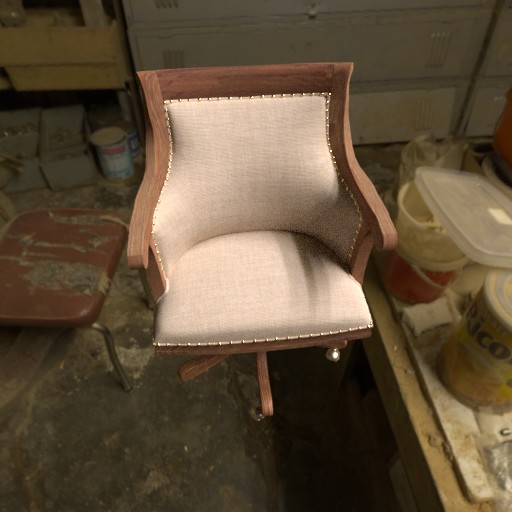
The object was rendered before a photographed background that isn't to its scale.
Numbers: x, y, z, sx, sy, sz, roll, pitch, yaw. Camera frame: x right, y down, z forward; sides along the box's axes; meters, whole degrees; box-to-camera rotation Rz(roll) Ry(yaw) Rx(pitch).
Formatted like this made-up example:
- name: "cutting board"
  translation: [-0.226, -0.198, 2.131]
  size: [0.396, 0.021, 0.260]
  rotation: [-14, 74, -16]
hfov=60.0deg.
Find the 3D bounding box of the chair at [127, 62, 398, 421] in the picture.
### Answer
- name: "chair"
  translation: [0.000, 0.000, 1.391]
  size: [0.656, 0.965, 0.689]
  rotation: [-4, 47, -4]
